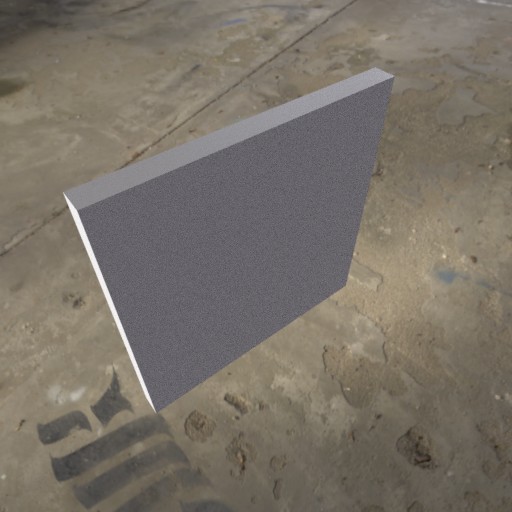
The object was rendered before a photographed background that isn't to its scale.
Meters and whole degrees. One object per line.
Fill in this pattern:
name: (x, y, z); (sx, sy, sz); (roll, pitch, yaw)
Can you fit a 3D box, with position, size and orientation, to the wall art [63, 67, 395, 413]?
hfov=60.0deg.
wall art: (0.000, 0.000, 0.538); (0.355, 0.355, 0.027); (-30, 54, -25)
